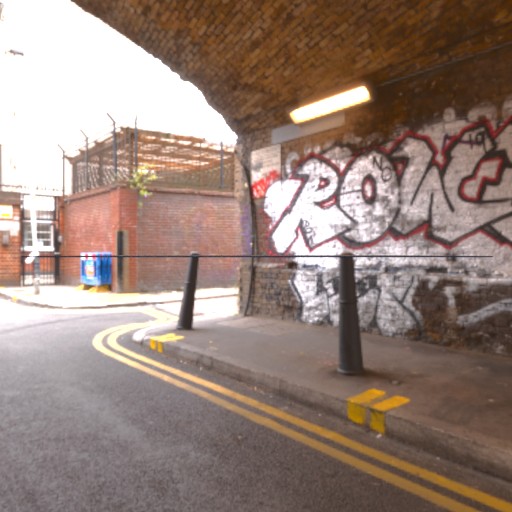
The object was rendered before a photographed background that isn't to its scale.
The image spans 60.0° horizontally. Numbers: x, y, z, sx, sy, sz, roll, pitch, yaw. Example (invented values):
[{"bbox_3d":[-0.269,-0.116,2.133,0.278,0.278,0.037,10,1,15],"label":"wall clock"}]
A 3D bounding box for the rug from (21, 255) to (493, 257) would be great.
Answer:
[{"bbox_3d":[0.000,0.000,2.305,1.819,0.005,1.200,0,0,-1],"label":"rug"}]
